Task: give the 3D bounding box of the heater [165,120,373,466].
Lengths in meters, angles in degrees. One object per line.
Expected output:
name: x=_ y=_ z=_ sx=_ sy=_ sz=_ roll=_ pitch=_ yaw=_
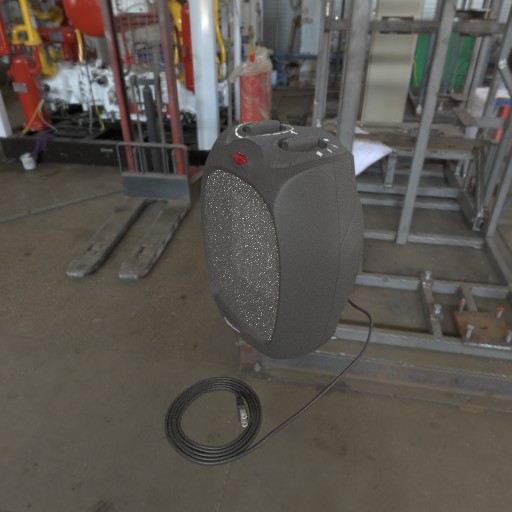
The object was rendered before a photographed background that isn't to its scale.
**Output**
heater: x=0.000 y=0.000 z=0.465 sx=0.291 sy=0.240 sz=0.239 roll=-20 pitch=38 yaw=-29
